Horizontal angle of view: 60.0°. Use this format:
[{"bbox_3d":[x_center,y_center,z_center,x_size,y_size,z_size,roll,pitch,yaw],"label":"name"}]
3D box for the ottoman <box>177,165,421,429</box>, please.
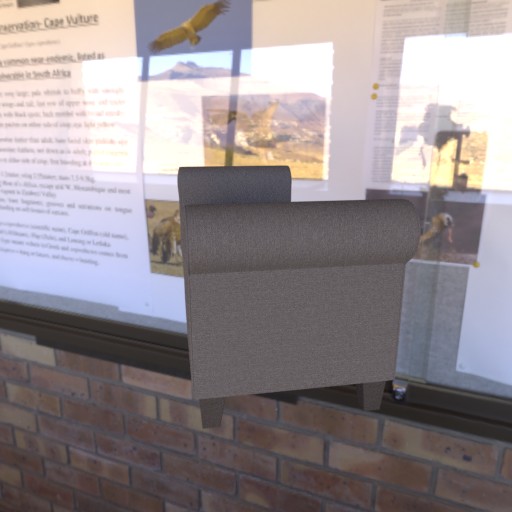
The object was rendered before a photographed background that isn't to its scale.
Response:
[{"bbox_3d":[0.000,0.000,1.563,0.521,0.547,1.256,-3,16,-10],"label":"ottoman"}]
